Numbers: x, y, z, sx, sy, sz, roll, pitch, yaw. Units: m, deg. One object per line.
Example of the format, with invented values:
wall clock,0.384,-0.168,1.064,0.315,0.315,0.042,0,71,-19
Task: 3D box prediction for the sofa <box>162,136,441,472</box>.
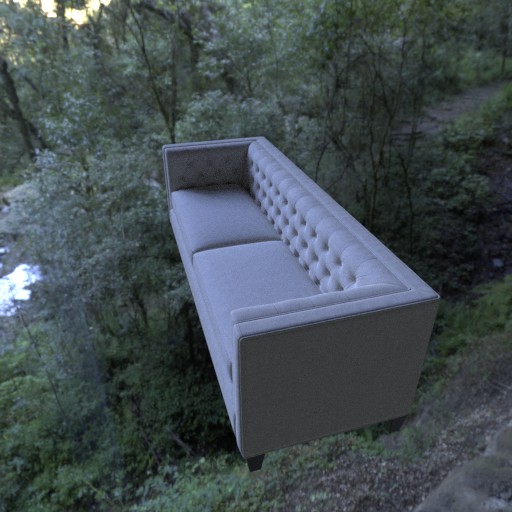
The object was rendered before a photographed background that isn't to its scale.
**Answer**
sofa,0.000,0.000,2.591,0.775,0.762,2.159,-9,32,-14
